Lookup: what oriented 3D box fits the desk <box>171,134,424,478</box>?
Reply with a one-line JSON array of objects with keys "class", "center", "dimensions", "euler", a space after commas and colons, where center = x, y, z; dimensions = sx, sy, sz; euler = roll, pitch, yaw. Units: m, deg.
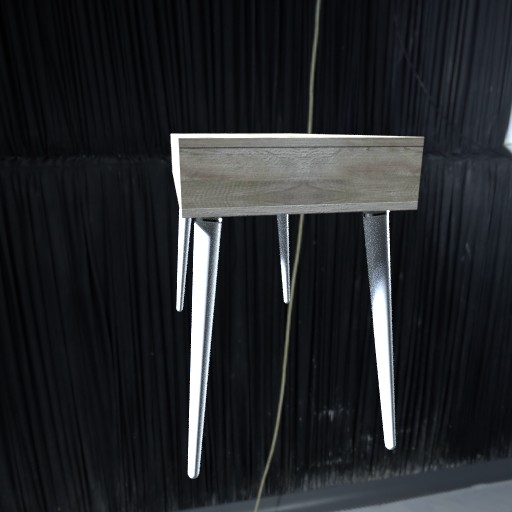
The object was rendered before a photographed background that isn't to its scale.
[{"class": "desk", "center": [0.000, 0.000, 1.373], "dimensions": [0.491, 0.723, 0.979], "euler": [-3, 16, -11]}]
